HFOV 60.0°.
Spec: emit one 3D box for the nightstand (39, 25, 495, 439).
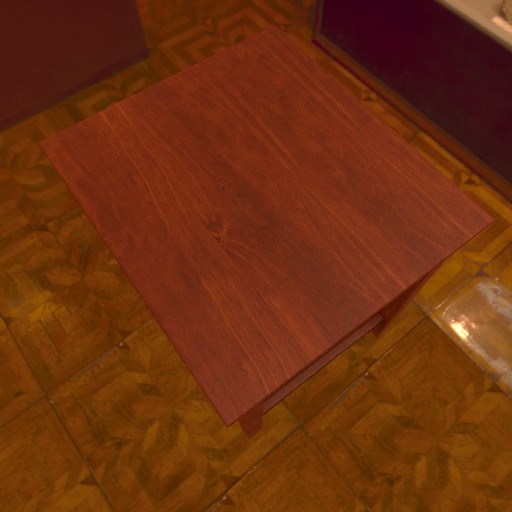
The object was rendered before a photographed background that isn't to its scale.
[{"bbox_3d":[0.000,0.000,0.961,0.501,0.558,0.558,-34,68,-15],"label":"nightstand"}]
